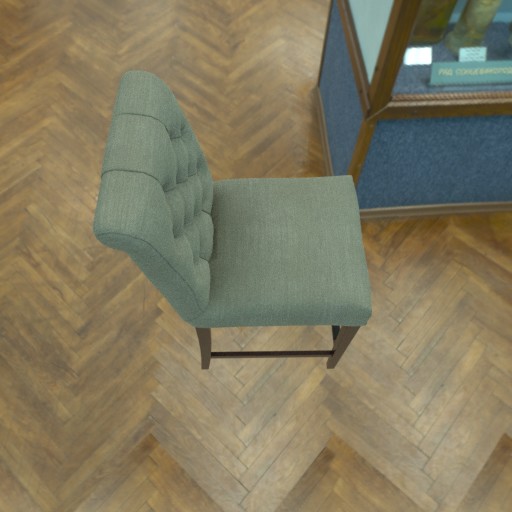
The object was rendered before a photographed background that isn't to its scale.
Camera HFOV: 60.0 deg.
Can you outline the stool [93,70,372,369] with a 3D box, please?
[{"bbox_3d":[0.000,0.000,1.422,0.660,1.084,0.486,-1,62,0],"label":"stool"}]
